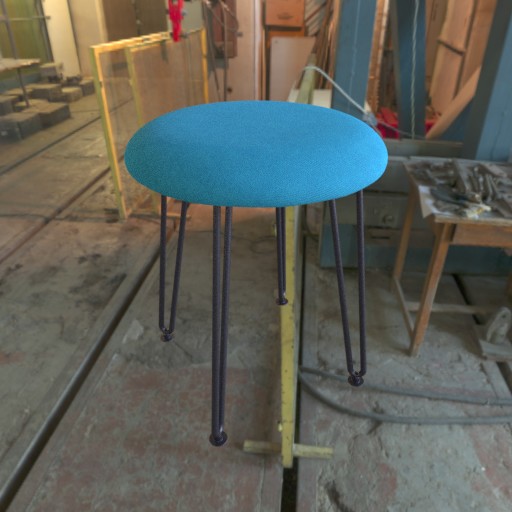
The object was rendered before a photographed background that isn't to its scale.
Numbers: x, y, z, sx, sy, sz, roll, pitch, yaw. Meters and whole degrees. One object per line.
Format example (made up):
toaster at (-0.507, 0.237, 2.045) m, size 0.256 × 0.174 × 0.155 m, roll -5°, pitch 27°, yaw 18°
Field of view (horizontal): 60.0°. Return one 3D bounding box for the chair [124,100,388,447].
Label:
chair at (0.000, 0.000, 0.695) m, size 0.350 × 0.430 × 0.350 m, roll -22°, pitch 37°, yaw -33°
